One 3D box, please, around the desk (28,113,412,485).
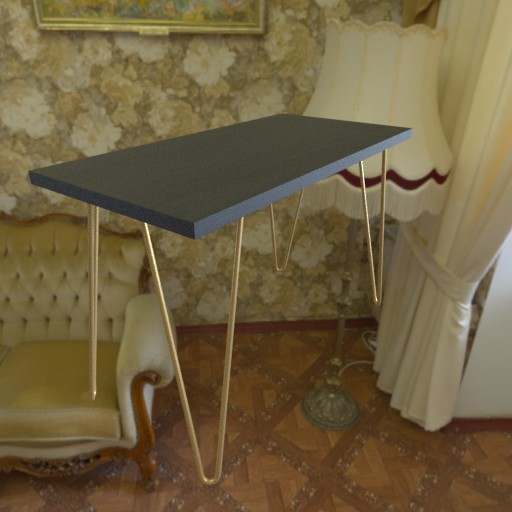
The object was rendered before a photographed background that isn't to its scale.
[{"bbox_3d":[0.000,0.000,1.333,0.499,0.660,0.991,19,32,33],"label":"desk"}]
